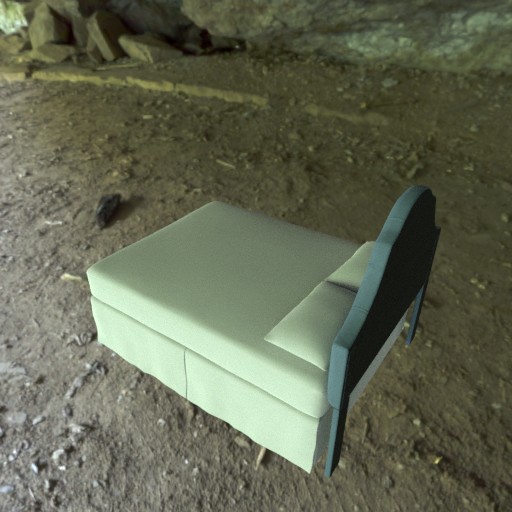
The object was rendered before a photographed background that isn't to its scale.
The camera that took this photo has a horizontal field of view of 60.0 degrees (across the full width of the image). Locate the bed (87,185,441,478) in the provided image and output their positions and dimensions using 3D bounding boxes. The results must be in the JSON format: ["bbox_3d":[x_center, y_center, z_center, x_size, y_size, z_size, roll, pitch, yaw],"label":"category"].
[{"bbox_3d":[0.000,0.000,3.276,2.155,1.575,1.636,21,37,30],"label":"bed"}]
